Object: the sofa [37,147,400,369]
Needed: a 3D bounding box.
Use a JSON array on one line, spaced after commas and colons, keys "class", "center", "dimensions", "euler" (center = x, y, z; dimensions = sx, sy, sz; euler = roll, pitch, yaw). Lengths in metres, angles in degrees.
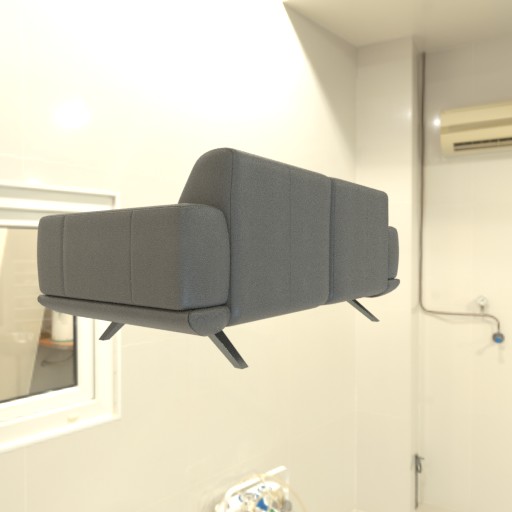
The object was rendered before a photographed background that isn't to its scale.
[{"class": "sofa", "center": [0.000, 0.000, 2.319], "dimensions": [0.900, 0.772, 1.901], "euler": [1, 1, 37]}]
